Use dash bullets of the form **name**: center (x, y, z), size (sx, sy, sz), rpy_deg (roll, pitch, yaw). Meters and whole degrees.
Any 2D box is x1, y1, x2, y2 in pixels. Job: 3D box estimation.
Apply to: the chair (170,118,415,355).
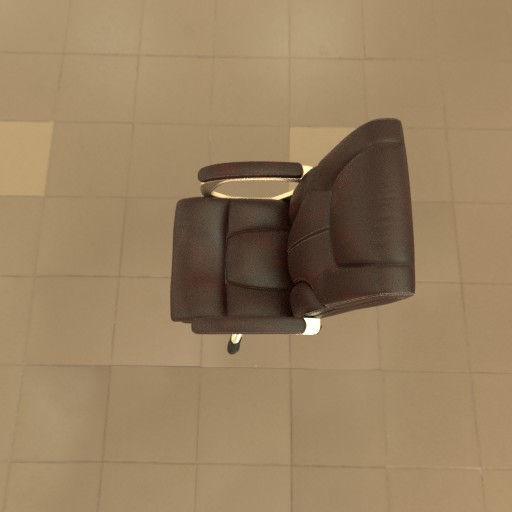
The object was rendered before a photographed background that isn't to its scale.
- **chair**: center (0.000, 0.000, 1.572), size (0.739, 1.107, 0.662), rpy_deg (0, 76, 0)
